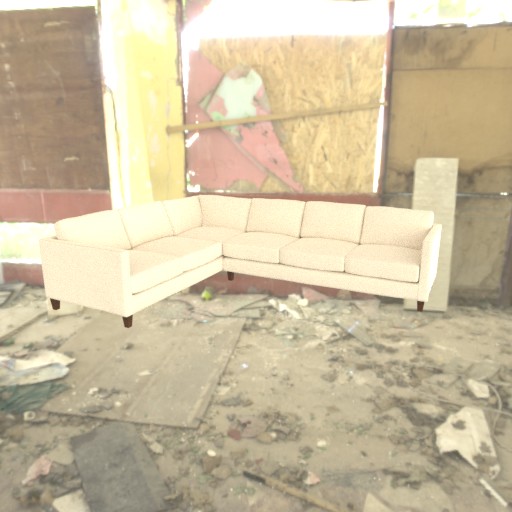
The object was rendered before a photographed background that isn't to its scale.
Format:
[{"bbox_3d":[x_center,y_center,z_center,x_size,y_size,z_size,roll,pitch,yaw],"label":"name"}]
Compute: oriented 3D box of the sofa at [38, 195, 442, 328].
[{"bbox_3d":[0.000,0.000,4.380,3.182,0.863,2.432,8,17,26],"label":"sofa"}]
